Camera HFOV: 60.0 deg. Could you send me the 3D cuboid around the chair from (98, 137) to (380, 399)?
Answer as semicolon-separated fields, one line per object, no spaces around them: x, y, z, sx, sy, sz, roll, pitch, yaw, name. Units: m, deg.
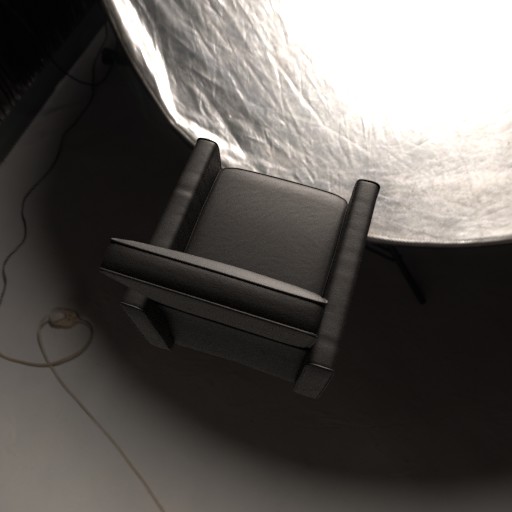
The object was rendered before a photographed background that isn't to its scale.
0.000;0.000;1.532;0.705;1.013;0.746;16;64;8;chair
